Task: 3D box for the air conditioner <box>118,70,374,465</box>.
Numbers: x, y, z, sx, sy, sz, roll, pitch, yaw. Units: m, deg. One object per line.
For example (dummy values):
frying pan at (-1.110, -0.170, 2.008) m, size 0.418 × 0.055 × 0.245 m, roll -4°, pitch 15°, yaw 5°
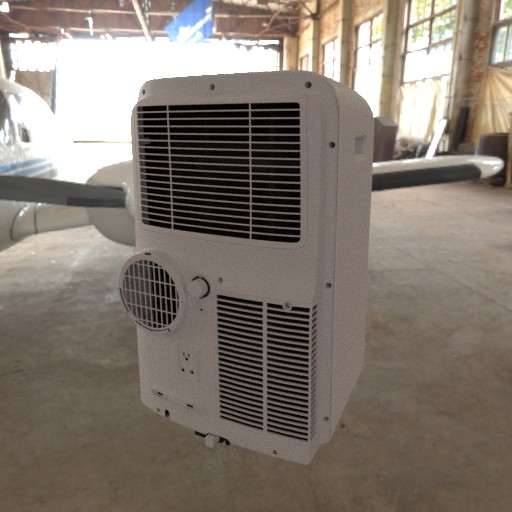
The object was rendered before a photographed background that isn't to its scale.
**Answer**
air conditioner at (0.000, 0.000, 1.039) m, size 0.478 × 0.765 × 0.467 m, roll 8°, pitch 18°, yaw 26°
